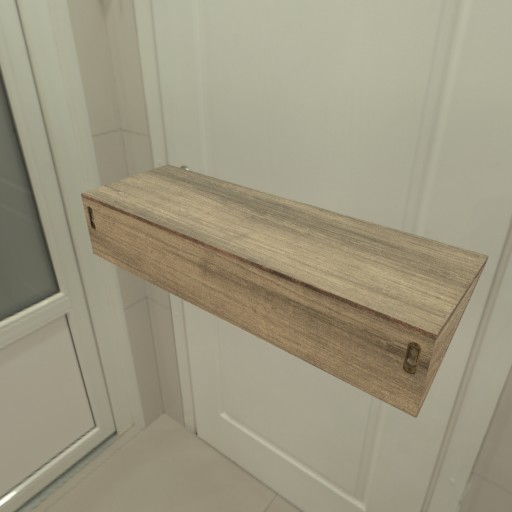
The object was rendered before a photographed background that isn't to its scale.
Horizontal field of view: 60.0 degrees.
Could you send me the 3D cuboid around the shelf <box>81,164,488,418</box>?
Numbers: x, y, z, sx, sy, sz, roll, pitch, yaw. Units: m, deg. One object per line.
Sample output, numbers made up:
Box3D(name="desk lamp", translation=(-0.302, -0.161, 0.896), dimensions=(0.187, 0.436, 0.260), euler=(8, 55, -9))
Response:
Box3D(name="shelf", translation=(0.000, 0.000, 0.700), dimensions=(0.610, 0.125, 0.200), euler=(21, 36, 32))
